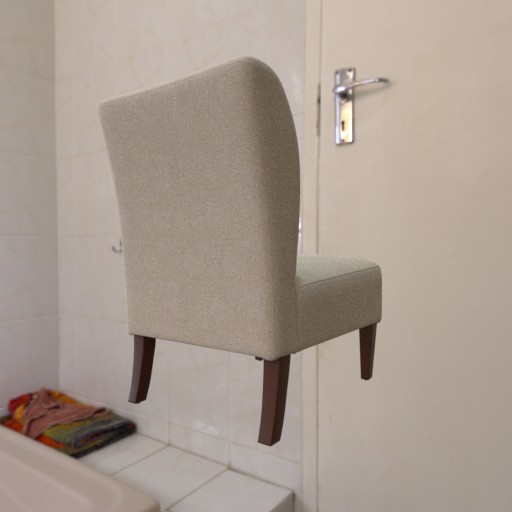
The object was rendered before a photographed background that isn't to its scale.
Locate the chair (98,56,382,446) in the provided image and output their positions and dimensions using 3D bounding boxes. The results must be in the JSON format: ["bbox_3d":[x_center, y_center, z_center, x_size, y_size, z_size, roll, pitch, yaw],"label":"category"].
[{"bbox_3d":[0.000,0.000,1.326,0.521,0.833,0.754,1,1,36],"label":"chair"}]
